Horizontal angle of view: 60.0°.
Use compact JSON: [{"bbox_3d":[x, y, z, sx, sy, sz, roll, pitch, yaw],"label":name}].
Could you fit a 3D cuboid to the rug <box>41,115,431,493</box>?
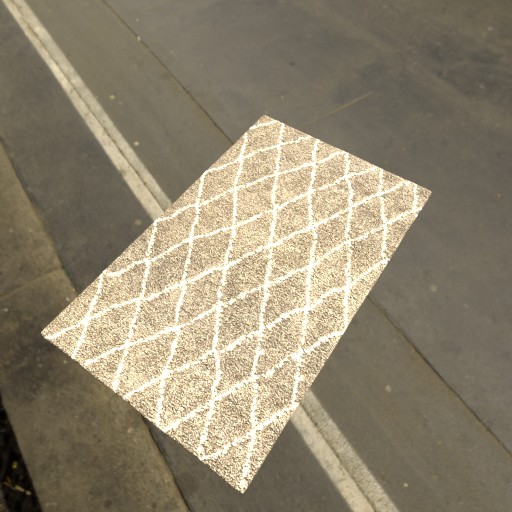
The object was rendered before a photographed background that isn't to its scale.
[{"bbox_3d":[0.000,0.000,3.015,1.524,0.030,2.438,30,62,18],"label":"rug"}]
